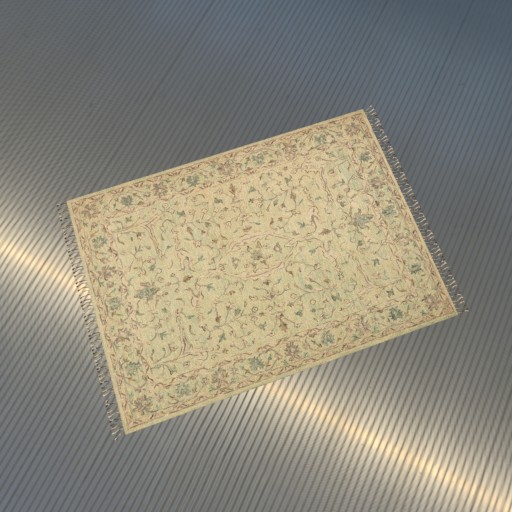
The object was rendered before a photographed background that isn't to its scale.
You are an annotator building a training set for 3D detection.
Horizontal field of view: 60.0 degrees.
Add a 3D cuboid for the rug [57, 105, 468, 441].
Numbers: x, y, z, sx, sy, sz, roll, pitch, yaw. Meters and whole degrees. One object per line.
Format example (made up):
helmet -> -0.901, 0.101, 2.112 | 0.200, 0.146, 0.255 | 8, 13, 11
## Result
rug -> 0.000, 0.000, 2.257 | 1.802, 0.008, 1.247 | -18, 76, -5
